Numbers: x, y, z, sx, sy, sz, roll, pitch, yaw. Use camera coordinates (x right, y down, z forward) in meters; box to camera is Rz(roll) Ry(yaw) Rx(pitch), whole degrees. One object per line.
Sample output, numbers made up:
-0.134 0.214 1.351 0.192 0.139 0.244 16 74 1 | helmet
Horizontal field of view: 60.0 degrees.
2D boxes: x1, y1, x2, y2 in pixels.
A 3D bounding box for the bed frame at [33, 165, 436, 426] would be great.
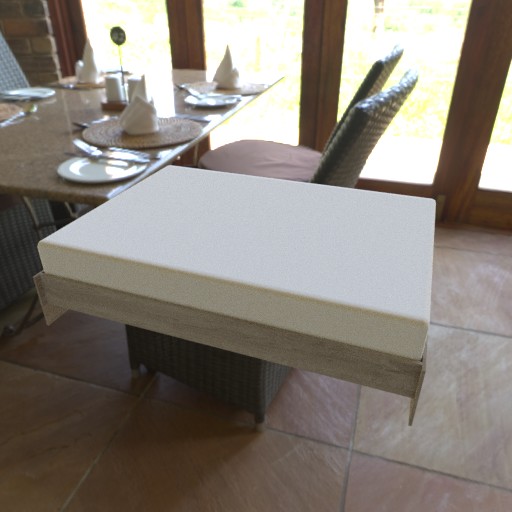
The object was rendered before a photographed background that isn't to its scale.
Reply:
0.000 0.000 2.636 1.945 0.497 1.445 11 32 18 | bed frame
